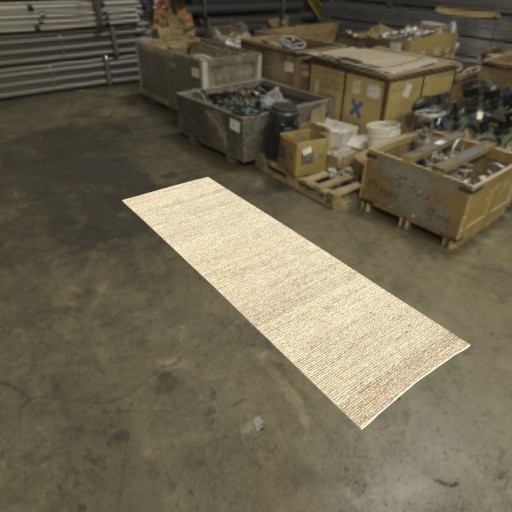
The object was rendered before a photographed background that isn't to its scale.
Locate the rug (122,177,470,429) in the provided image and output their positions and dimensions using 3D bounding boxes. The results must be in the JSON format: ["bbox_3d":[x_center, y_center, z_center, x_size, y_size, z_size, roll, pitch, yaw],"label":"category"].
[{"bbox_3d":[0.000,0.000,2.661,0.741,0.014,2.390,-22,39,-29],"label":"rug"}]
